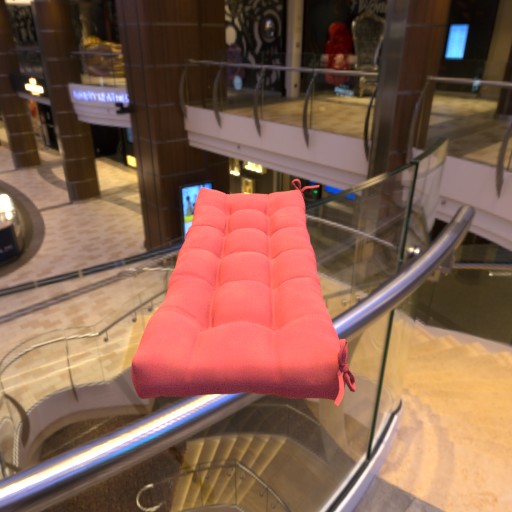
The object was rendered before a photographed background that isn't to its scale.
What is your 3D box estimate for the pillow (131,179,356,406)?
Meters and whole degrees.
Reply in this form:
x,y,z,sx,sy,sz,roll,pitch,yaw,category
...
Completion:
x,y,z,sx,sy,sz,roll,pitch,yaw,category
0.000,0.000,1.381,0.511,0.174,1.194,0,26,1,pillow
